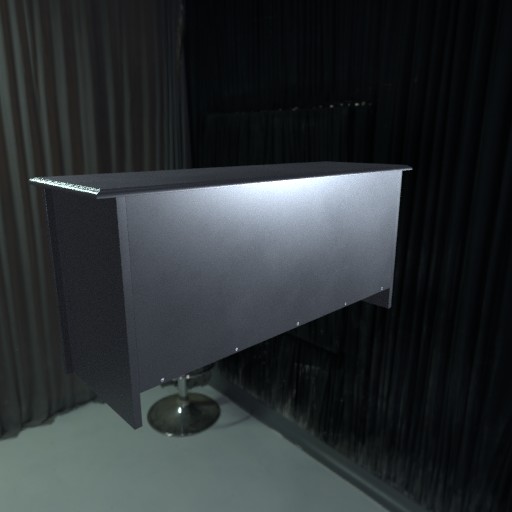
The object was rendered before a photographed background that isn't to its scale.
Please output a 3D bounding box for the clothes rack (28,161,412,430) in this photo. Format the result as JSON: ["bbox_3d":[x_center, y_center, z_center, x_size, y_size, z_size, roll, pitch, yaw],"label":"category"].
[{"bbox_3d":[0.000,0.000,1.460,1.219,0.556,0.406,-14,20,-42],"label":"clothes rack"}]
